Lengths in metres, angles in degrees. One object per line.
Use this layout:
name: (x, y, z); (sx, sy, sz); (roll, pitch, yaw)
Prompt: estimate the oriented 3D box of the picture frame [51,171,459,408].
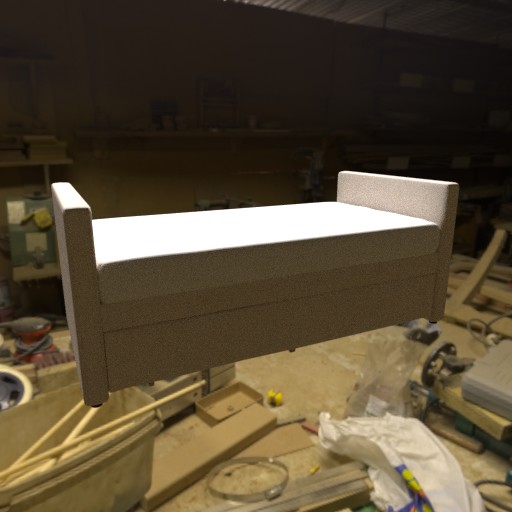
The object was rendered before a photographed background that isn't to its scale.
picture frame: (0.000, 0.000, 2.714); (2.161, 0.891, 1.069); (-7, 17, -25)
